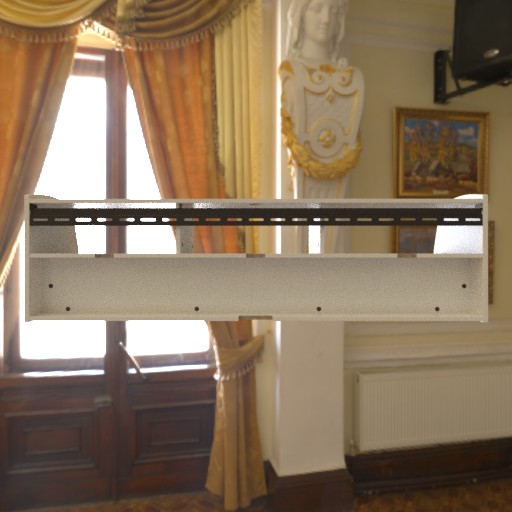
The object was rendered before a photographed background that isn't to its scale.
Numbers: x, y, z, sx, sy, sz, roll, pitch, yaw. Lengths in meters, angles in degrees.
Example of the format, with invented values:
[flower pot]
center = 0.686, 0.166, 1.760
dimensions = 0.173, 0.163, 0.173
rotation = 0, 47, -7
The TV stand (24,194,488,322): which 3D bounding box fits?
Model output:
[TV stand]
center = 0.000, 0.000, 1.605
dimensions = 1.473, 0.424, 0.397
rotation = 0, 0, 0
